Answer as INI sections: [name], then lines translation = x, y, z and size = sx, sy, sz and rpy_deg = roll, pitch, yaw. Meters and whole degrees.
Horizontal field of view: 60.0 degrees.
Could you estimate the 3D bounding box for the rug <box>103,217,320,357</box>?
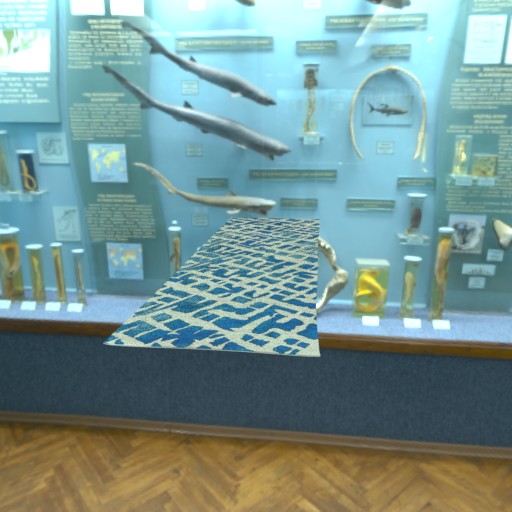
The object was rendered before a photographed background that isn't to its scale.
[rug]
translation = 0.000, 0.000, 2.692
size = 0.768, 0.011, 2.446
rpy_deg = 2, 16, 7
